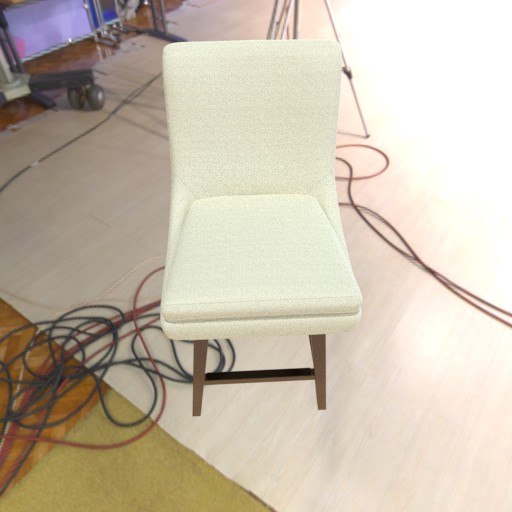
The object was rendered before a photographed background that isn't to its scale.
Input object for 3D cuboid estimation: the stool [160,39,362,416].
[{"bbox_3d":[0.000,0.000,1.262,0.483,0.991,0.559,-2,47,-2],"label":"stool"}]
